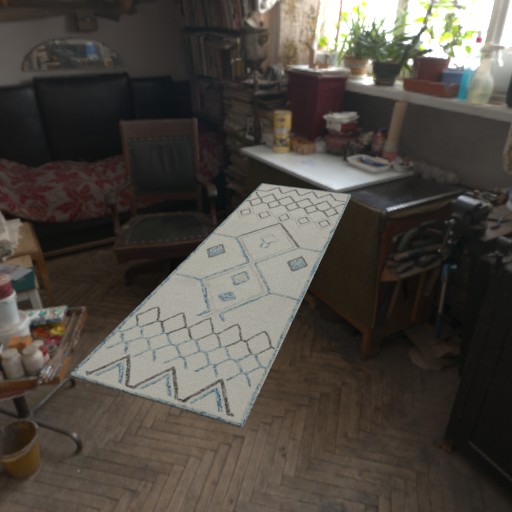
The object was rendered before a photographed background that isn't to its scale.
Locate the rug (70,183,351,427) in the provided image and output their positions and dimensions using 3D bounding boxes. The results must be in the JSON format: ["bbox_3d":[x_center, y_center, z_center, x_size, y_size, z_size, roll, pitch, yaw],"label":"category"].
[{"bbox_3d":[0.000,0.000,2.724,0.770,0.013,2.434,10,31,17],"label":"rug"}]
